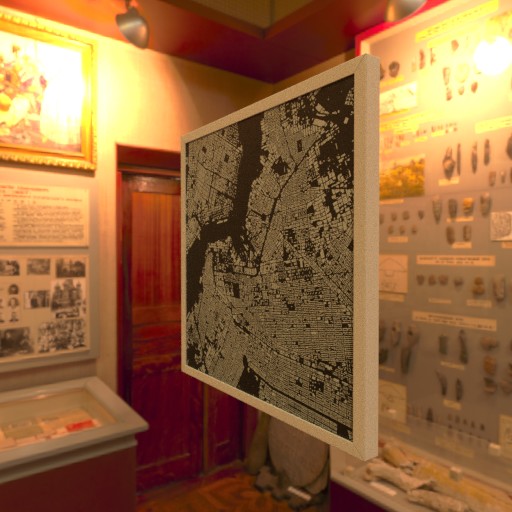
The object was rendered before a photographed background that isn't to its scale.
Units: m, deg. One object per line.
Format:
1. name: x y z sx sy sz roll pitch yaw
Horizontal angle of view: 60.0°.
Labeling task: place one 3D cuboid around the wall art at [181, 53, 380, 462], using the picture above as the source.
1. wall art: 0.000 0.000 1.146 0.050 0.762 0.761 -1 1 -36
